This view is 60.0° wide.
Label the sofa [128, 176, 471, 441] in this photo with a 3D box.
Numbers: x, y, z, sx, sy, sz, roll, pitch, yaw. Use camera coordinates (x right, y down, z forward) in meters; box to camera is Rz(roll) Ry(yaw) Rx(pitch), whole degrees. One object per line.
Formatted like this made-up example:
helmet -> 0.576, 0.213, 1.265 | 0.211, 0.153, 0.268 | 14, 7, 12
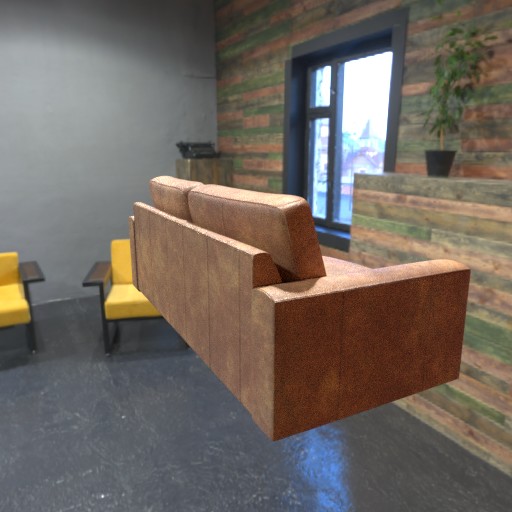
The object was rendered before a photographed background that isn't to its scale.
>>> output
sofa -> 0.000, 0.000, 2.629 | 1.016, 0.873, 2.179 | -7, 15, -27
